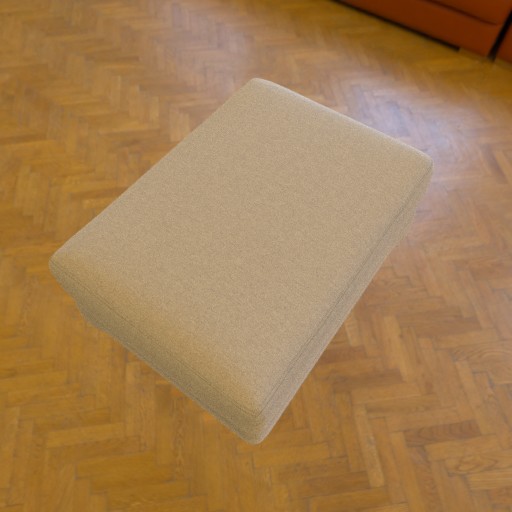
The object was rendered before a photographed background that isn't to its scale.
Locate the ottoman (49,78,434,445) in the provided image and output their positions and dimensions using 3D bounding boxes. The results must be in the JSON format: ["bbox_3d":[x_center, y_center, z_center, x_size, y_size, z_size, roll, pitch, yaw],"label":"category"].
[{"bbox_3d":[0.000,0.000,1.162,0.574,0.497,0.773,32,64,18],"label":"ottoman"}]
